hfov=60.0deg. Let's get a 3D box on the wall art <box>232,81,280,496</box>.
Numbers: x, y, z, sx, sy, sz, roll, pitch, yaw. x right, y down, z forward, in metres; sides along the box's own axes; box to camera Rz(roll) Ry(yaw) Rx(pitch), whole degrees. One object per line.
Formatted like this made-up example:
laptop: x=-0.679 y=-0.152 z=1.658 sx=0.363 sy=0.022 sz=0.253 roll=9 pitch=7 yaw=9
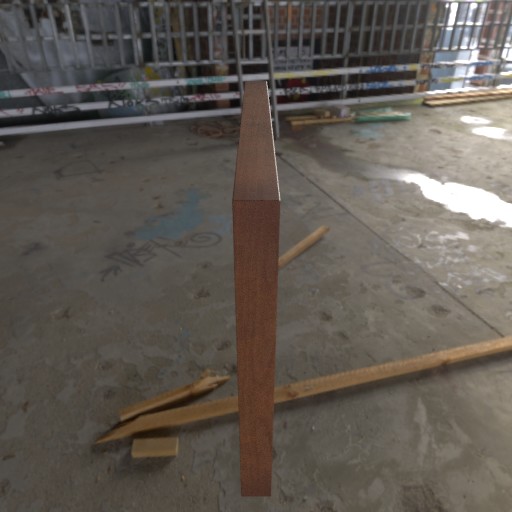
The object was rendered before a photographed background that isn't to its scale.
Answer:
wall art: x=0.000 y=0.000 z=0.536 sx=0.030 sy=0.328 sz=0.401 roll=0 pitch=32 yaw=0
